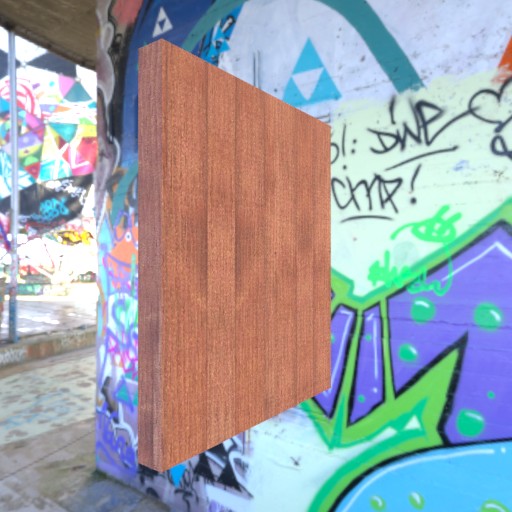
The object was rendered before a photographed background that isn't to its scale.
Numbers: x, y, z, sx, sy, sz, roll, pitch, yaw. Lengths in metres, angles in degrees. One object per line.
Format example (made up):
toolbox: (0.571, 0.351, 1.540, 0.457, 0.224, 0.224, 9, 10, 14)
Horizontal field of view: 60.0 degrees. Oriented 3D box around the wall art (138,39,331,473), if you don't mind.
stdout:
wall art: (0.000, 0.000, 0.621, 0.039, 0.449, 0.377, 0, 0, 37)
